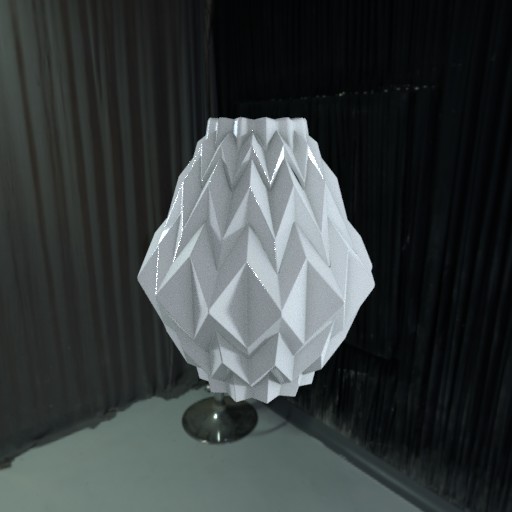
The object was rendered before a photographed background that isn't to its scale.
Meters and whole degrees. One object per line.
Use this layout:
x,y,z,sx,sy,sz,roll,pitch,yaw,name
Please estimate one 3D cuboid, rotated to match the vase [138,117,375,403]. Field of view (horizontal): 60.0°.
0.000,0.000,0.312,0.164,0.185,0.164,0,16,0,vase
